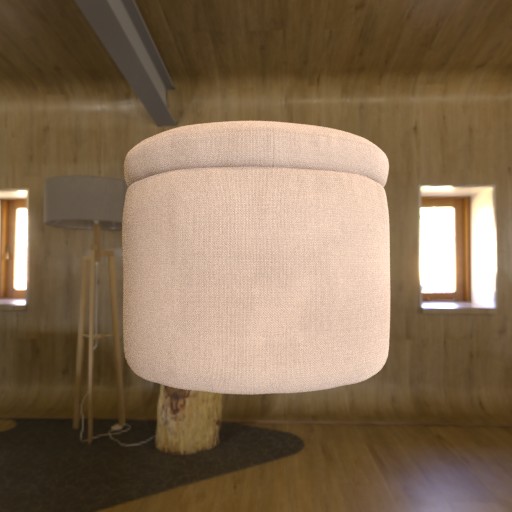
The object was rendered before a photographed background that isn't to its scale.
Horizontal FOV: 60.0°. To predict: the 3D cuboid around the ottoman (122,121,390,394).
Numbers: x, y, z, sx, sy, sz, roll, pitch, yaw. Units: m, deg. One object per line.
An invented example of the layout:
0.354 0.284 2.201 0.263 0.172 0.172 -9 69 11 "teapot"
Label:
0.000 0.000 0.858 0.497 0.409 0.497 0 -1 0 "ottoman"
